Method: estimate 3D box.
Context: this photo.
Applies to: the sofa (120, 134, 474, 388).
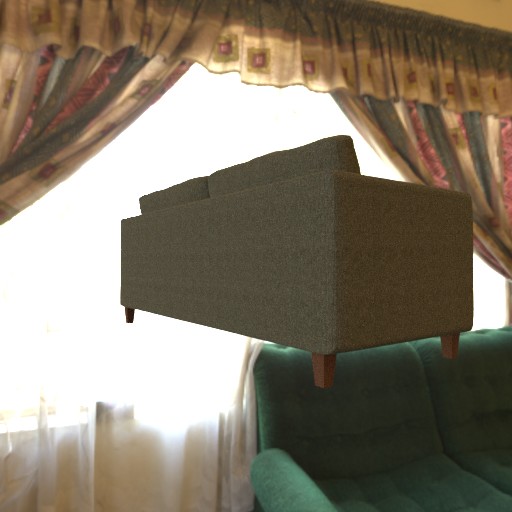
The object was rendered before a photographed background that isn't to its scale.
[{"bbox_3d":[0.000,0.000,2.651,0.948,0.965,2.208,1,-1,-36],"label":"sofa"}]
